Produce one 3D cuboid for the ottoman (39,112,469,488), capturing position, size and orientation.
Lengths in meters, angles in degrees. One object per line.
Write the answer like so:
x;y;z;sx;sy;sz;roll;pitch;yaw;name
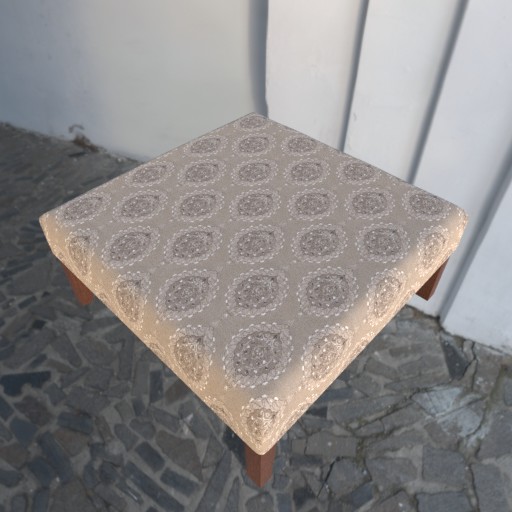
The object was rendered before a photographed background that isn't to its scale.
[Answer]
0.000;0.000;1.385;0.889;0.411;0.890;34;54;30;ottoman
